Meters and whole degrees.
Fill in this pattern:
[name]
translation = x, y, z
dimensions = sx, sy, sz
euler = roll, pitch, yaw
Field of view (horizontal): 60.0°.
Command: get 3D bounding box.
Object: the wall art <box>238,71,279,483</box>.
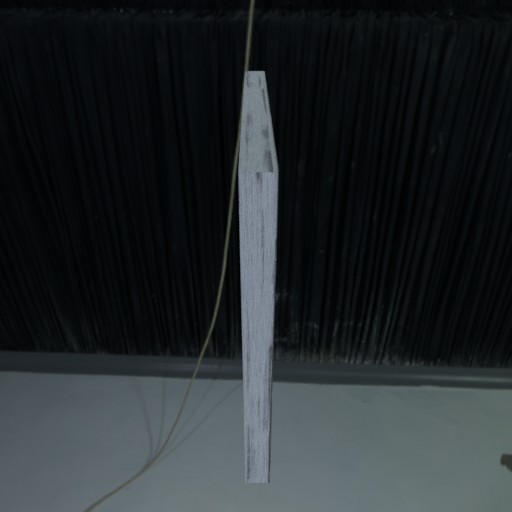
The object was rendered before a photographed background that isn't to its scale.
[wall art]
translation = 0.000, 0.000, 0.759
dimensions = 0.038, 0.506, 0.506
euler = 0, 32, 0
